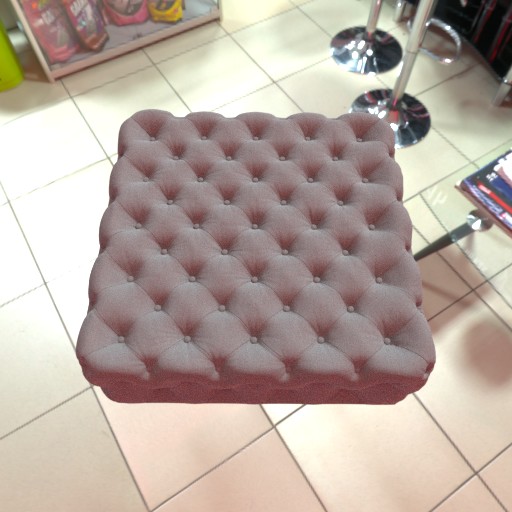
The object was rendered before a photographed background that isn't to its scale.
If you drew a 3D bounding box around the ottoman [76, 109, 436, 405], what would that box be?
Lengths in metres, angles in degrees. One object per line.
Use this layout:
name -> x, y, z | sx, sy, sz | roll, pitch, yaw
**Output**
ottoman -> 0.000, 0.000, 1.429 | 0.917, 0.439, 0.911 | 0, 62, 0
